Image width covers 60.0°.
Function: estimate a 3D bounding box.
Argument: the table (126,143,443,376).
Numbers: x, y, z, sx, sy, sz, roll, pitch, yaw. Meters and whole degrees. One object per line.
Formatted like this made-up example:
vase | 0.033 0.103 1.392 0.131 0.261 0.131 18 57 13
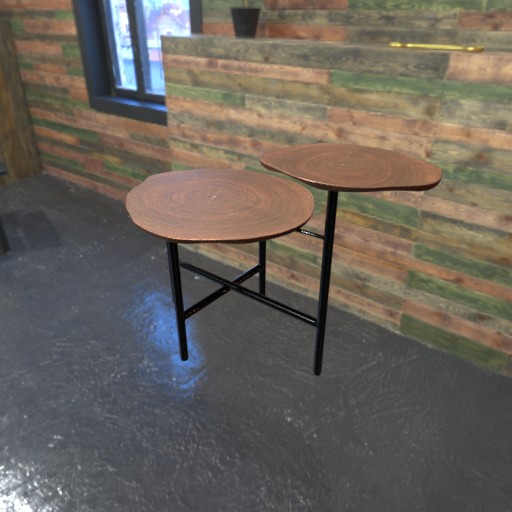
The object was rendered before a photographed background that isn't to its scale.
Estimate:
table | 0.000 0.000 1.065 0.759 0.538 0.442 21 35 33
